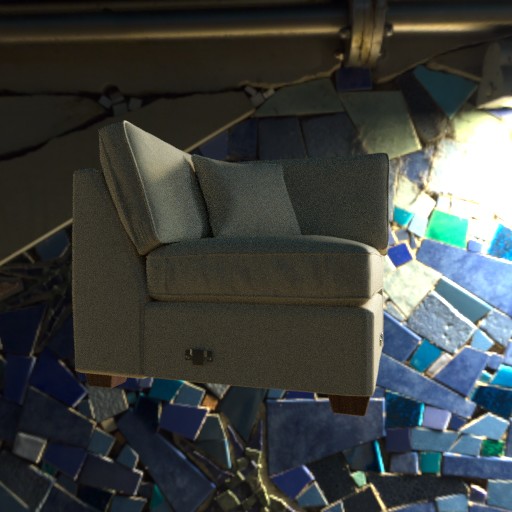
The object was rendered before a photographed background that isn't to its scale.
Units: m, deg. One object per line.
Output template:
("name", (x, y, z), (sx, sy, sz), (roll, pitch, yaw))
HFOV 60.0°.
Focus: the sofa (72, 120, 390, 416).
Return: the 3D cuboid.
("sofa", (0.000, 0.000, 1.985), (1.146, 1.002, 1.084), (0, -1, 17))
